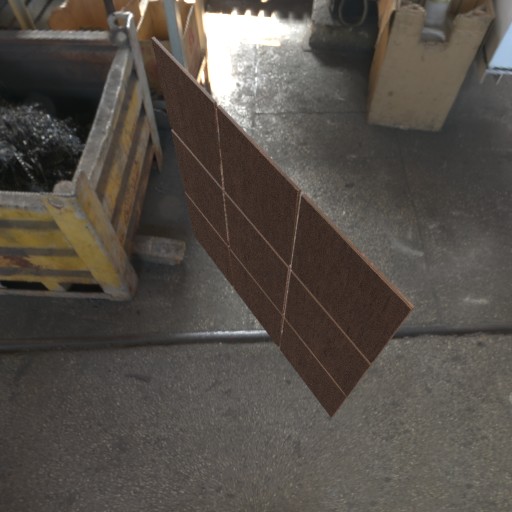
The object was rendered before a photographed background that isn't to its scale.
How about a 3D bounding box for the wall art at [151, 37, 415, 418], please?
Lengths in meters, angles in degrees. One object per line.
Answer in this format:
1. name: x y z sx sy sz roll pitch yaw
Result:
1. wall art: 0.000 0.000 2.212 0.014 1.525 1.527 -31 64 -17
